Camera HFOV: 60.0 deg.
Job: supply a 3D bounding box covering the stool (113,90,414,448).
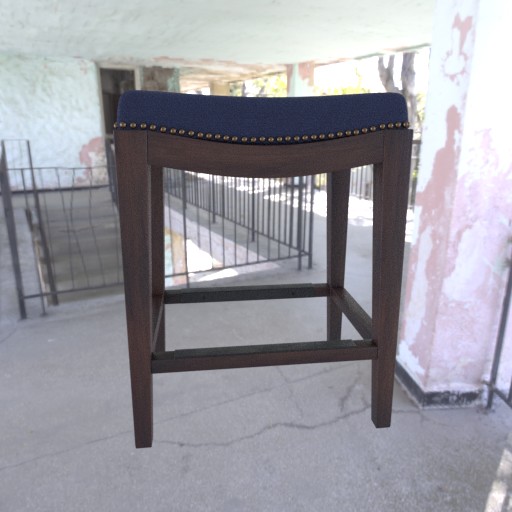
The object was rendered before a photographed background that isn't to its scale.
[{"bbox_3d":[0.000,0.000,0.942,0.500,0.642,0.361,-2,17,-7],"label":"stool"}]
